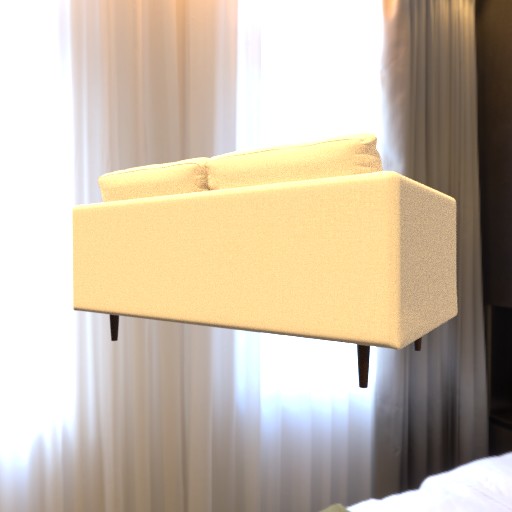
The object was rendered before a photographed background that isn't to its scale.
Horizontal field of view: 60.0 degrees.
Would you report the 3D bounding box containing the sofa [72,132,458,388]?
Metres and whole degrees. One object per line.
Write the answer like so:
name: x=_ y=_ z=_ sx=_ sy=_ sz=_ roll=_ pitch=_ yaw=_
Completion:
sofa: x=0.000 y=0.000 z=2.201 sx=1.713 sy=0.893 sz=0.940 roll=1 pitch=1 yaw=35
